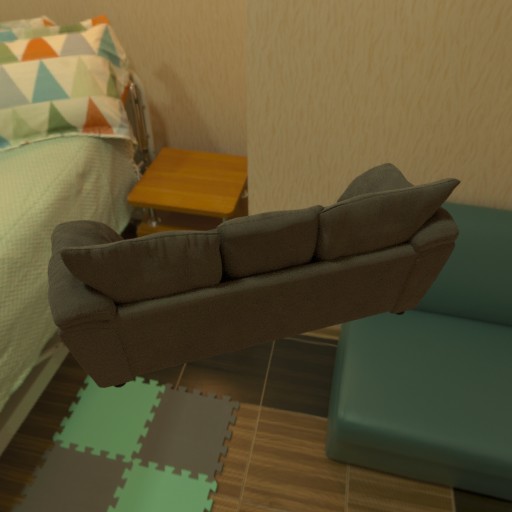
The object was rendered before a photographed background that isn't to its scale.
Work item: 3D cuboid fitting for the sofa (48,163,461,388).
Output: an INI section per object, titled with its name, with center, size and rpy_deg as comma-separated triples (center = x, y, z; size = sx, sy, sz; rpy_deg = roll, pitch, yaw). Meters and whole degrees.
[sofa]
center = 0.000, 0.000, 2.773
size = 2.336, 1.073, 0.878
rpy_deg = -12, 43, -13
